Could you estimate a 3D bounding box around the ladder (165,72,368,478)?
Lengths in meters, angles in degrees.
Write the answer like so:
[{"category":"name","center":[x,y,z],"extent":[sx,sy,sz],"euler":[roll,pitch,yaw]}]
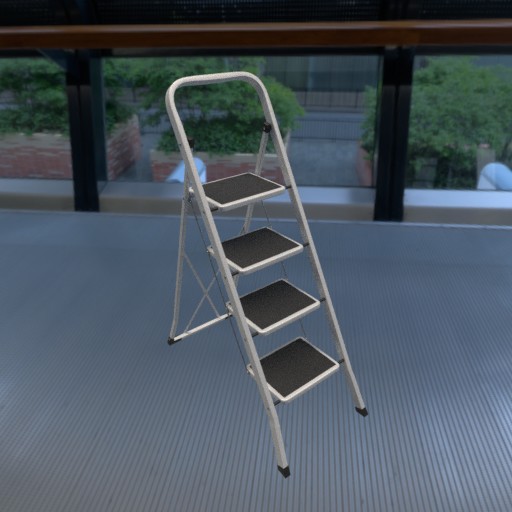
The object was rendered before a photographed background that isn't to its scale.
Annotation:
[{"category":"ladder","center":[0.000,0.000,1.711],"extent":[0.460,1.265,0.914],"euler":[-21,36,-33]}]
